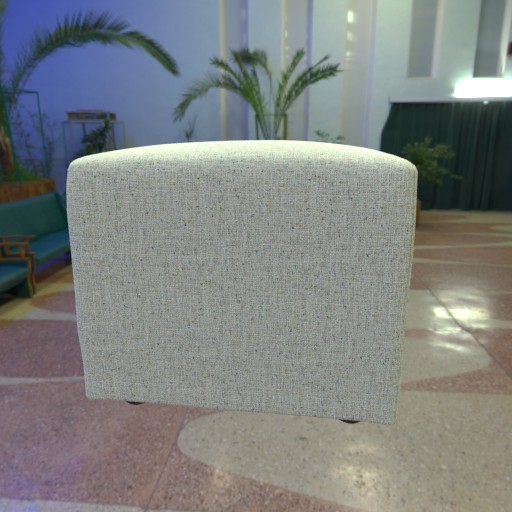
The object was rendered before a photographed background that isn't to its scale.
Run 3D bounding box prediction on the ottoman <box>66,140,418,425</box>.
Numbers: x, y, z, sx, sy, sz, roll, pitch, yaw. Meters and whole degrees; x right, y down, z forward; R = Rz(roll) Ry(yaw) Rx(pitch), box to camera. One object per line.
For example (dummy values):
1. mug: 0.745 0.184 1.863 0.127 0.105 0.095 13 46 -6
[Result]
1. ottoman: 0.000 0.000 0.896 0.512 0.453 0.521 2 15 8
